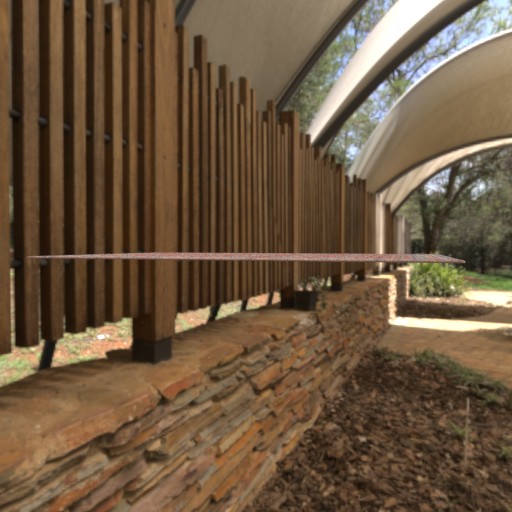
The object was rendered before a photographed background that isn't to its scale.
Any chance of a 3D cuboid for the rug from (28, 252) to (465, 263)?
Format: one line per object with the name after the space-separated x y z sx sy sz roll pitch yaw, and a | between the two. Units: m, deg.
0.000 0.000 3.046 2.439 0.011 1.533 0 1 18 | rug
